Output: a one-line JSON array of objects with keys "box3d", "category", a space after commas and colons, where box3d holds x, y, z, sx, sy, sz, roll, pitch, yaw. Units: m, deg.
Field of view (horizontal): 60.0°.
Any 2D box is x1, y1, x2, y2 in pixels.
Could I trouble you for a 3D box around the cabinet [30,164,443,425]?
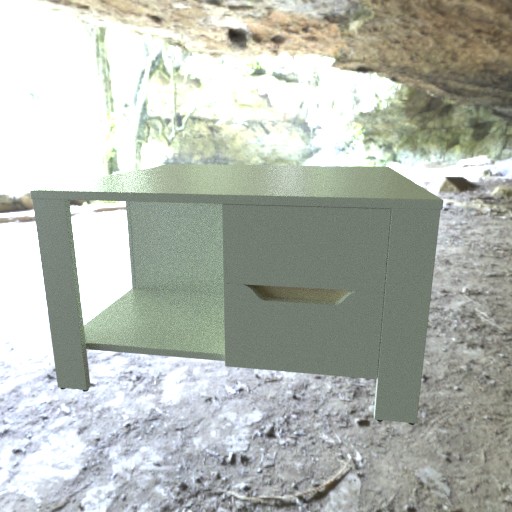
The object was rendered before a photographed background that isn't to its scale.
[{"box3d": [0.000, 0.000, 1.280, 0.800, 0.460, 0.800, 3, 16, 9], "category": "cabinet"}]
